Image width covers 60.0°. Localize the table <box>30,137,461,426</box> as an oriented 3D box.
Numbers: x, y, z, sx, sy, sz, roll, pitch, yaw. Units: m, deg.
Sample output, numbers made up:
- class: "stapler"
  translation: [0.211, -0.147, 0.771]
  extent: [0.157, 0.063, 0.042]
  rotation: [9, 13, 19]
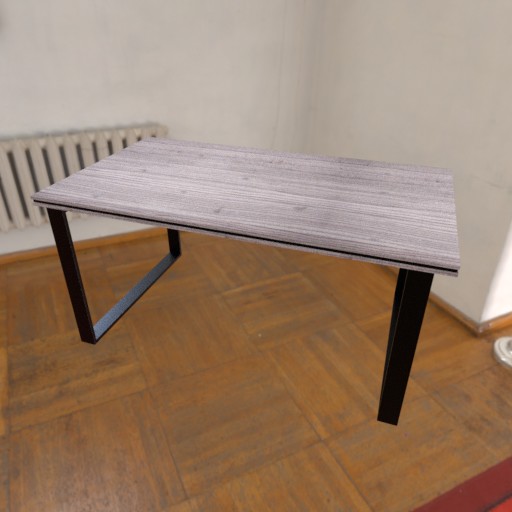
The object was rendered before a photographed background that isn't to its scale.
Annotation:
- class: "table"
  translation: [0.000, 0.000, 2.069]
  extent: [1.579, 0.736, 0.881]
  rotation: [10, 32, 16]
